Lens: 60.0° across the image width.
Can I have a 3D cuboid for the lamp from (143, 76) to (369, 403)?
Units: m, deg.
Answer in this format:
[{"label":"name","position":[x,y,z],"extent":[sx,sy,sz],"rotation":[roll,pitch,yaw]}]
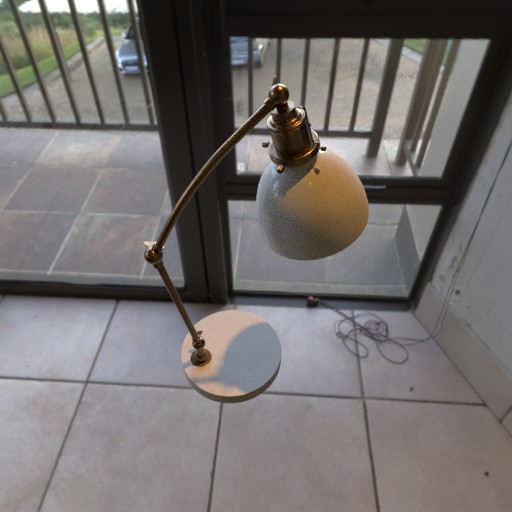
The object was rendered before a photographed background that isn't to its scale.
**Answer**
[{"label":"lamp","position":[0.000,0.000,0.664],"extent":[0.317,0.522,0.186],"rotation":[-11,46,-10]}]
